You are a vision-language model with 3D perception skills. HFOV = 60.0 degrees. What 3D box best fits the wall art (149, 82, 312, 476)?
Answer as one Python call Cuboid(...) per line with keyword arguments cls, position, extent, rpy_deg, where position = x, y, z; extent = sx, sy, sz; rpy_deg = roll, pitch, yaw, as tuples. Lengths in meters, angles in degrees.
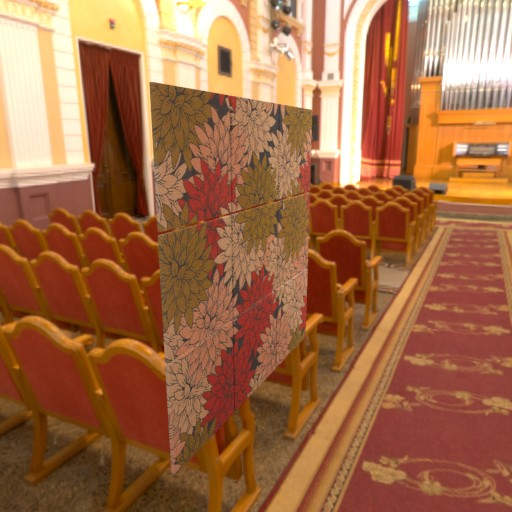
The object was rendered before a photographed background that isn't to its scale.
Cuboid(cls="wall art", position=(0.000, 0.000, 1.830), extent=(0.013, 1.218, 1.206), rpy_deg=(7, 16, 26))
